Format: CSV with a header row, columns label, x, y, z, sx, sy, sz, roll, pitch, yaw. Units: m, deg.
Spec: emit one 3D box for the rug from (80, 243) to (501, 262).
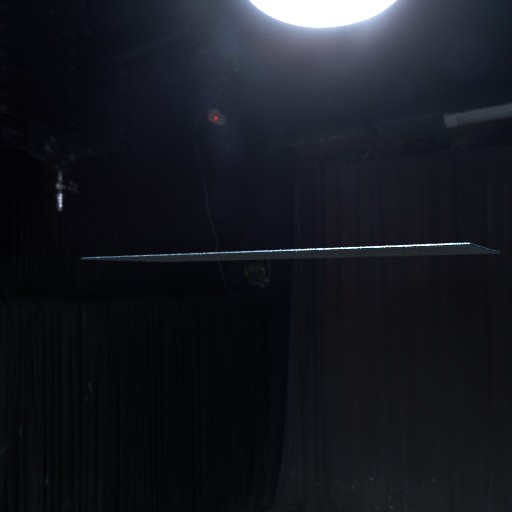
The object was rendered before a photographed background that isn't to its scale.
label,x,y,z,sx,sy,sz,roll,pitch,yaw
rug,0.000,0.000,2.340,2.196,0.011,0.662,-2,-3,36
